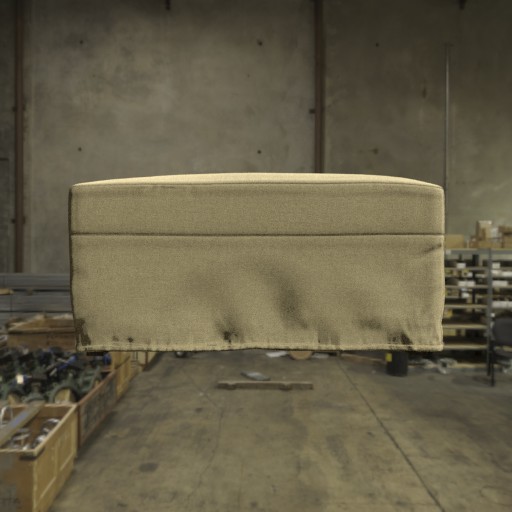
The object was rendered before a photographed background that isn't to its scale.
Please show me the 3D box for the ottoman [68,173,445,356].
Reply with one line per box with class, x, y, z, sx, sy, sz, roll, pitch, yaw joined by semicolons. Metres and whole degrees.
ottoman;0.000;0.000;1.363;0.840;0.436;0.843;0;1;0
